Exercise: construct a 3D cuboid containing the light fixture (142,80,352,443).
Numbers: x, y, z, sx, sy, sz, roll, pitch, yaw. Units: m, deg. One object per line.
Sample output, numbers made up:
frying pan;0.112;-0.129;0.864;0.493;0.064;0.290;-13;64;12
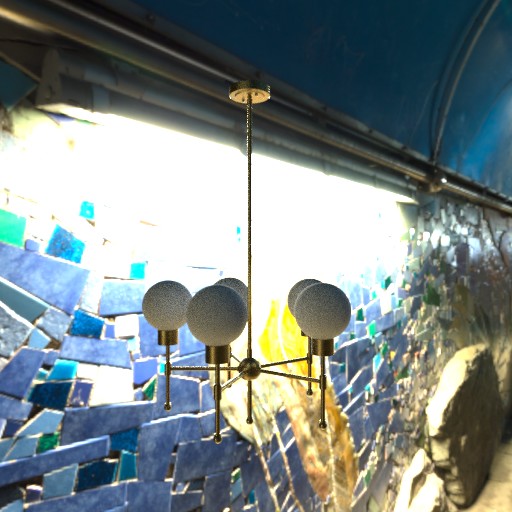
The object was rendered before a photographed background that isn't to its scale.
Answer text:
light fixture;0.000;0.000;1.773;0.785;1.331;0.815;0;-1;-36
